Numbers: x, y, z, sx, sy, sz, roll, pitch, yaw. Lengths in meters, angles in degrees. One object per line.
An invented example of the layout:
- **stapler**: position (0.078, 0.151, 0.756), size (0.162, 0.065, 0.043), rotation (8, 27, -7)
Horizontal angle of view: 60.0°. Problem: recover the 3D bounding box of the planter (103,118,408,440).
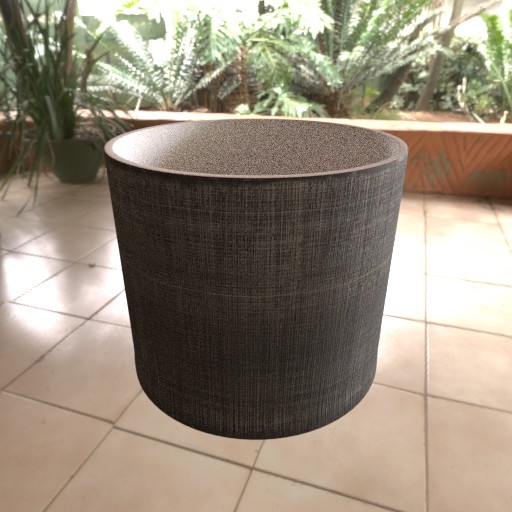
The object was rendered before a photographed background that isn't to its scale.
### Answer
- **planter**: position (0.000, 0.000, 0.304), size (0.178, 0.157, 0.178), rotation (0, 25, 0)
